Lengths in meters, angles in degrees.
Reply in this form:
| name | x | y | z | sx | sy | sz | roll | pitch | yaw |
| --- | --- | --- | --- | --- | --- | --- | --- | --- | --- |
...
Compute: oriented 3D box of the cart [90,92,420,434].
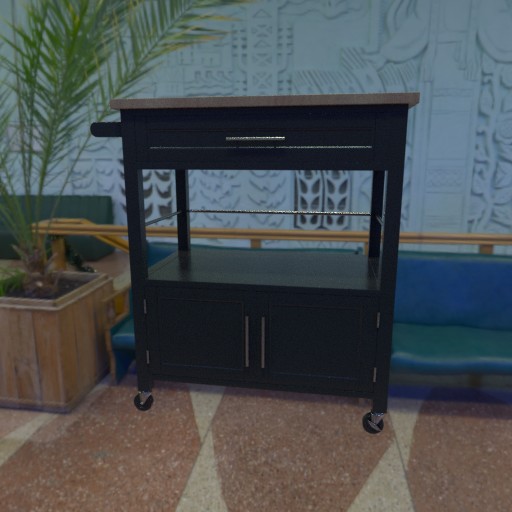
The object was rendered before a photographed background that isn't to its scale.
| name | x | y | z | sx | sy | sz | roll | pitch | yaw |
| --- | --- | --- | --- | --- | --- | --- | --- | --- | --- |
| cart | 0.000 | 0.000 | 1.399 | 0.840 | 0.901 | 0.459 | 2 | 13 | 9 |
